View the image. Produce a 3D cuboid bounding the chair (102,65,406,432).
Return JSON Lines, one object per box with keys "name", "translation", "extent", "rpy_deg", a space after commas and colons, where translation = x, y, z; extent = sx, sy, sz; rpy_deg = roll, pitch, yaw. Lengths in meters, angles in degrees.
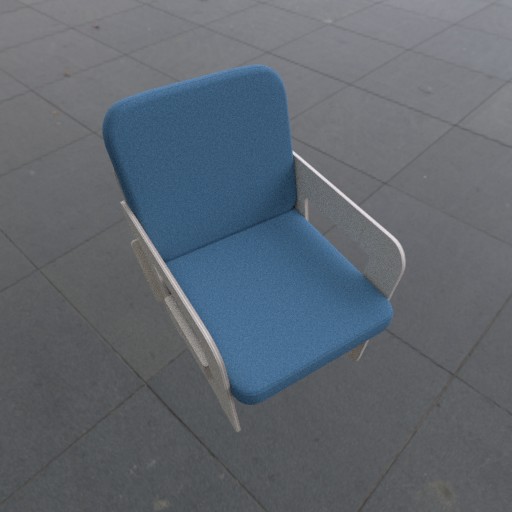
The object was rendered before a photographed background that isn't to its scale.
{"name": "chair", "translation": [0.000, 0.000, 1.197], "extent": [0.547, 0.747, 0.657], "rpy_deg": [-24, 51, -21]}
